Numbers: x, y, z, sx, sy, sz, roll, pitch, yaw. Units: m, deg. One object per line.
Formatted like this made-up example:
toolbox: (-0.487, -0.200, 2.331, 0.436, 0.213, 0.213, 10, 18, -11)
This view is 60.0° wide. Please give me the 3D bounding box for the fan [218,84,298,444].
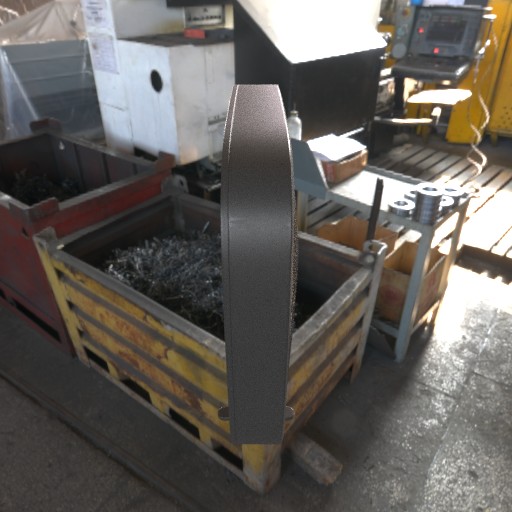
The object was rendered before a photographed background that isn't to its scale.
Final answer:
fan: (0.000, 0.000, 0.793, 0.142, 0.533, 0.526, 0, 32, 0)
